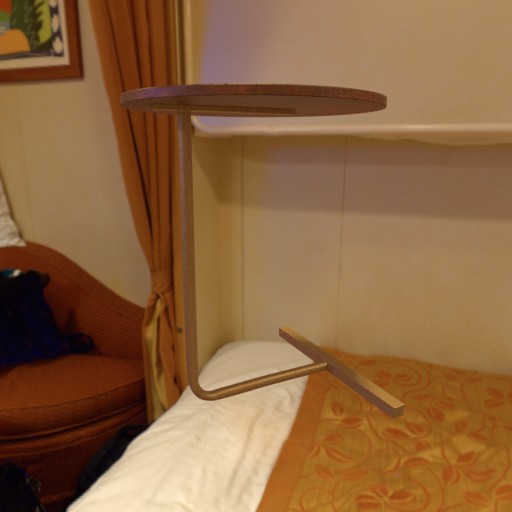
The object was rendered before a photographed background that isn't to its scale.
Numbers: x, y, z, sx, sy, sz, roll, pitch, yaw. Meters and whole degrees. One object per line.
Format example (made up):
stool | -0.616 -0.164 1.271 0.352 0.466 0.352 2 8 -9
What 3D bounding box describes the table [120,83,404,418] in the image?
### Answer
table | 0.000 0.000 1.061 0.577 0.706 0.530 -7 15 -26
